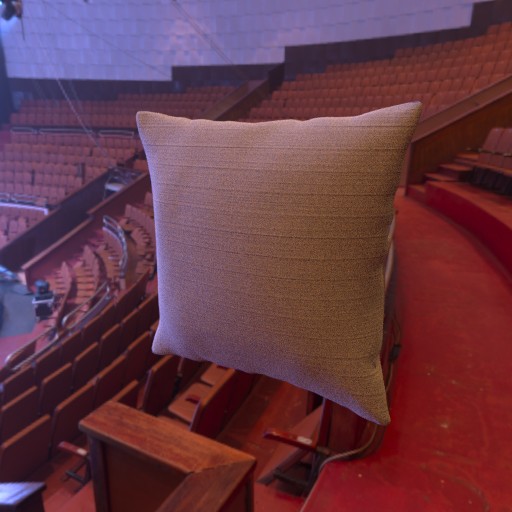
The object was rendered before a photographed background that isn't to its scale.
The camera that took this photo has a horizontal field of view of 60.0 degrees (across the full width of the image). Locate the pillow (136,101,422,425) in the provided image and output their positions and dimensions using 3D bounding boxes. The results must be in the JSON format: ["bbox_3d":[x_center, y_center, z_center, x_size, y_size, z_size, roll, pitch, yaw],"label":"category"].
[{"bbox_3d":[0.000,0.000,0.720,0.470,0.464,0.175,8,18,27],"label":"pillow"}]
